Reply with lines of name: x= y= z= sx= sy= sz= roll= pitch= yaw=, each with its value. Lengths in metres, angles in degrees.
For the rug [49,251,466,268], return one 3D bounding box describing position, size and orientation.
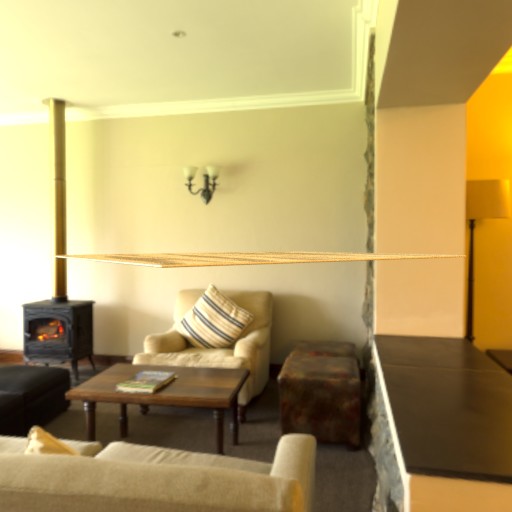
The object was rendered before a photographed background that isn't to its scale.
rug: x=0.000 y=0.000 z=3.984 sx=2.945 sy=0.014 sz=2.353 roll=-1 pitch=2 yaw=-37
